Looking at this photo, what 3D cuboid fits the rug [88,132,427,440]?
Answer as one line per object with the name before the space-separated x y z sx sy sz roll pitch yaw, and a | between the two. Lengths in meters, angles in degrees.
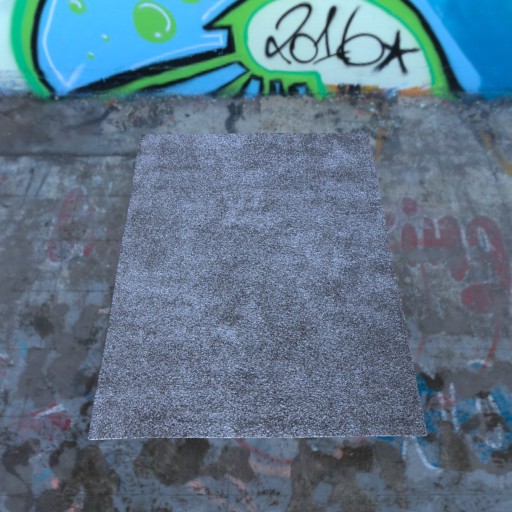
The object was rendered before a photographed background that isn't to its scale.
rug | 0.000 0.000 3.905 2.401 0.025 3.000 0 59 0
